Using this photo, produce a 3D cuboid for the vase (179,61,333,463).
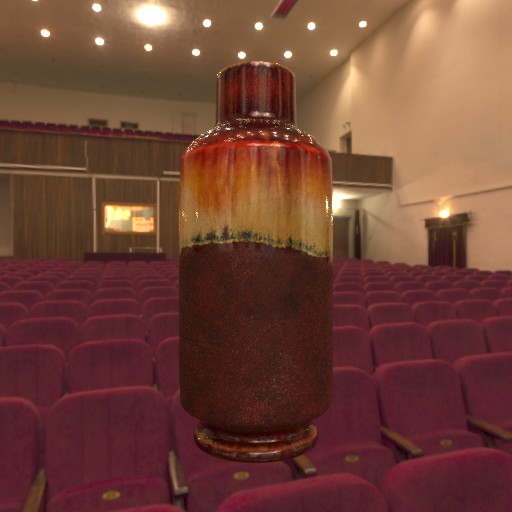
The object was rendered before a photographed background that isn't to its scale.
[{"bbox_3d":[0.000,0.000,0.323,0.111,0.261,0.111,0,-1,0],"label":"vase"}]
